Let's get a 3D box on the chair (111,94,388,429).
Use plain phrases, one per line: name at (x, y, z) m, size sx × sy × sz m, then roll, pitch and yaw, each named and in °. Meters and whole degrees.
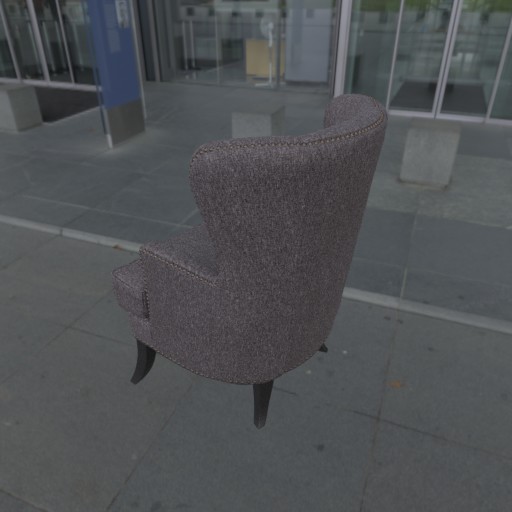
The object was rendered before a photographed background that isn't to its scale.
chair at (0.000, 0.000, 1.593) m, size 0.758 × 1.060 × 0.759 m, roll 21°, pitch 37°, yaw 31°
